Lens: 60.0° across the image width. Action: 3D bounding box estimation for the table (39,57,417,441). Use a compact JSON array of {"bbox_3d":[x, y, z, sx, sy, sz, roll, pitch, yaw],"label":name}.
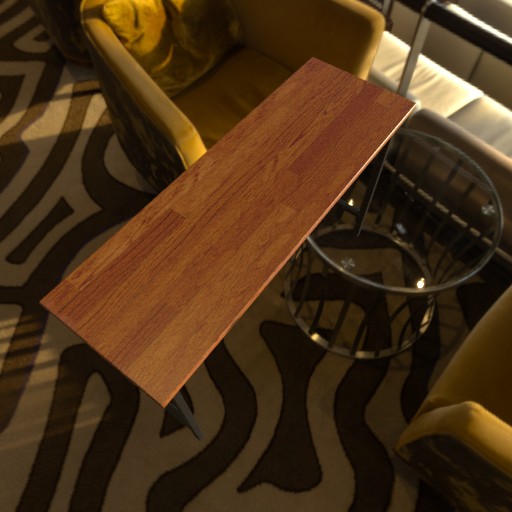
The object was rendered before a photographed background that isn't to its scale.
[{"bbox_3d":[0.000,0.000,1.571,0.408,0.740,1.204,33,64,18],"label":"table"}]
